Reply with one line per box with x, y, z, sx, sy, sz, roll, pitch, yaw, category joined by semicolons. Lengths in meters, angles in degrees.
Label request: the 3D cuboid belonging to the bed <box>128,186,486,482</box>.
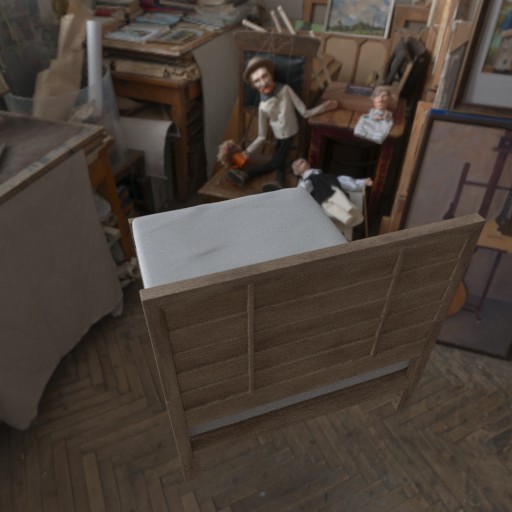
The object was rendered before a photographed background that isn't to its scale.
0.000;0.000;3.144;1.615;1.631;2.017;-13;42;-14;bed
